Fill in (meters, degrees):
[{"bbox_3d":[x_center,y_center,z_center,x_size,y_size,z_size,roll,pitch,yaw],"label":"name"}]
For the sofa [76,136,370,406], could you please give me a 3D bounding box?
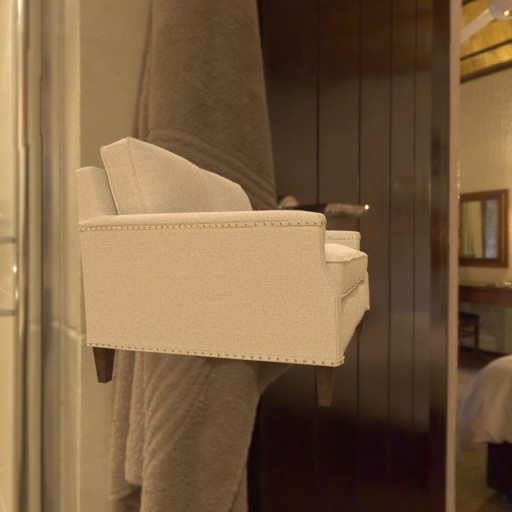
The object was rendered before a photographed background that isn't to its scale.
[{"bbox_3d":[0.000,0.000,2.336,1.084,1.003,1.597,0,0,18],"label":"sofa"}]
